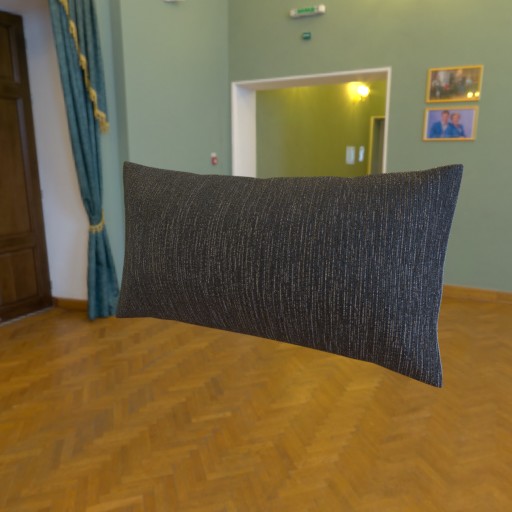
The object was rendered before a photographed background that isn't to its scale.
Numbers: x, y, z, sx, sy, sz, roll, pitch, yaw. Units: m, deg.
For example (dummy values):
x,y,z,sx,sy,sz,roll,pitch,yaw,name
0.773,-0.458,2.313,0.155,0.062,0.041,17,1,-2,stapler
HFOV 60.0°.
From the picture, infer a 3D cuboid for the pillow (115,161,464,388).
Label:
x,y,z,sx,sy,sz,roll,pitch,yaw,name
0.000,0.000,0.740,0.608,0.305,0.156,6,14,26,pillow
